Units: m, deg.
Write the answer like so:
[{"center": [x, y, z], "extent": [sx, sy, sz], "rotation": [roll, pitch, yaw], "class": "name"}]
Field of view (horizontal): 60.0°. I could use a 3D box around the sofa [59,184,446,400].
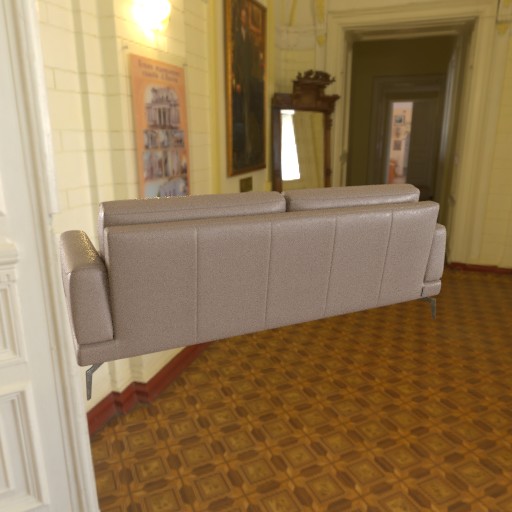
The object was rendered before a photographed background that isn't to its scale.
[{"center": [0.000, 0.000, 2.406], "extent": [1.940, 0.765, 0.974], "rotation": [-7, 17, -25], "class": "sofa"}]
